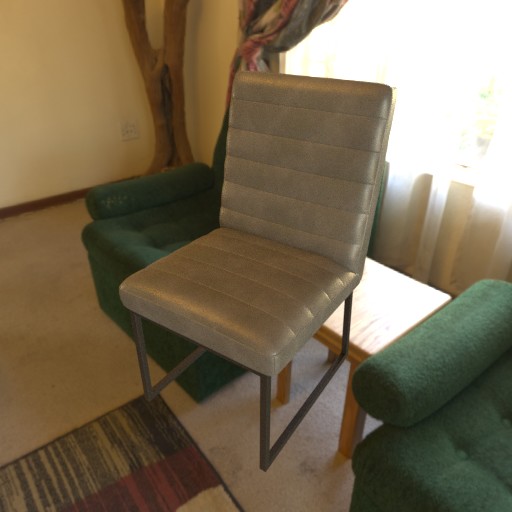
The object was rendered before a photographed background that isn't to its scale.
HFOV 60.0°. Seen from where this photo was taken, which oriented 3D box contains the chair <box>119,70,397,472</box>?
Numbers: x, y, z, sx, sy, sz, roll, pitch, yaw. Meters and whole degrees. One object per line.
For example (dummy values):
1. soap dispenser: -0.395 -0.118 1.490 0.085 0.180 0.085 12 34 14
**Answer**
1. chair: 0.000 0.000 1.303 0.520 0.930 0.634 19 35 29
